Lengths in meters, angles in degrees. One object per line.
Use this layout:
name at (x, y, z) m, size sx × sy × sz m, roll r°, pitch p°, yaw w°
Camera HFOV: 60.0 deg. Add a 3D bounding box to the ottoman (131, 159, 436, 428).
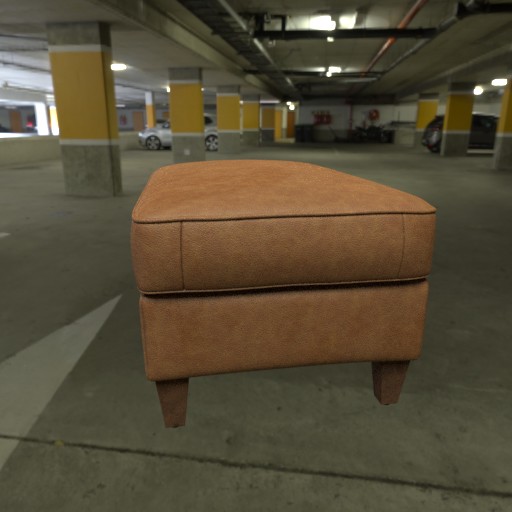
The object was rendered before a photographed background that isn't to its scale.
ottoman at (0.000, 0.000, 1.209) m, size 0.584 × 0.483 × 0.864 m, roll -3°, pitch 17°, yaw -9°
